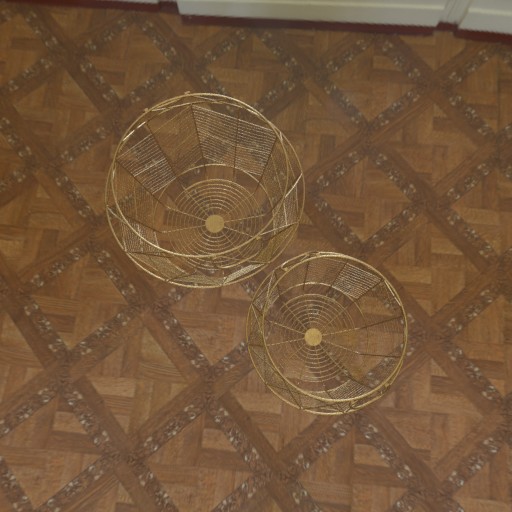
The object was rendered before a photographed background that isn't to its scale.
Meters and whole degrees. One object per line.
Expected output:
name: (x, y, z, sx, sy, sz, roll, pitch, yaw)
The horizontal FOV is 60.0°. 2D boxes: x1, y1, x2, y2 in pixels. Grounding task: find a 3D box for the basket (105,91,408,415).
basket: (0.000, 0.000, 1.038, 0.451, 0.343, 0.805, -39, 79, -9)
